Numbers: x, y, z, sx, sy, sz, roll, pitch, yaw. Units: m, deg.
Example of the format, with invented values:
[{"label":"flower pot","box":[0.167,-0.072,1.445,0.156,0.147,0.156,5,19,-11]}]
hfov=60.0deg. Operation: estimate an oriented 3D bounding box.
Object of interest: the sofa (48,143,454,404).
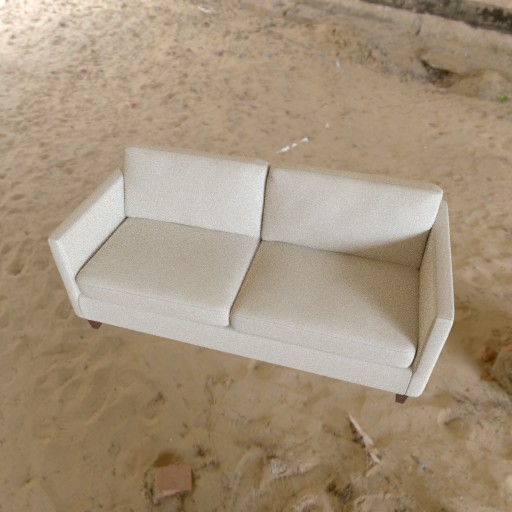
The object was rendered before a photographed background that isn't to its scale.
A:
[{"label":"sofa","box":[0.000,0.000,2.517,1.981,0.889,0.965,11,42,12]}]
